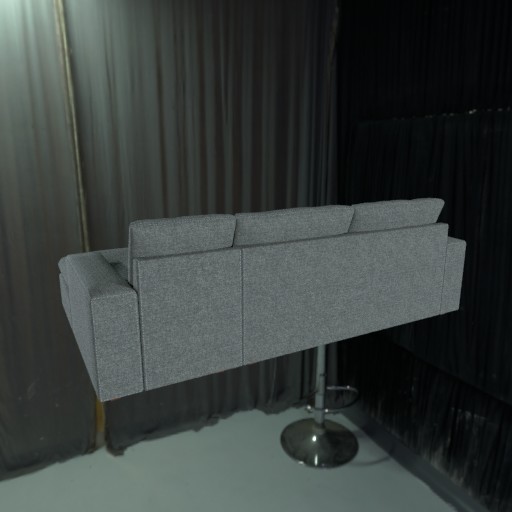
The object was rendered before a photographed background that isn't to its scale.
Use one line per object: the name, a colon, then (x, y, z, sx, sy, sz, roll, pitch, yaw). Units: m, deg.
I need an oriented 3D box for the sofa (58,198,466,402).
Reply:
sofa: (0.000, 0.000, 3.465, 2.718, 0.940, 1.689, -8, 16, -28)
